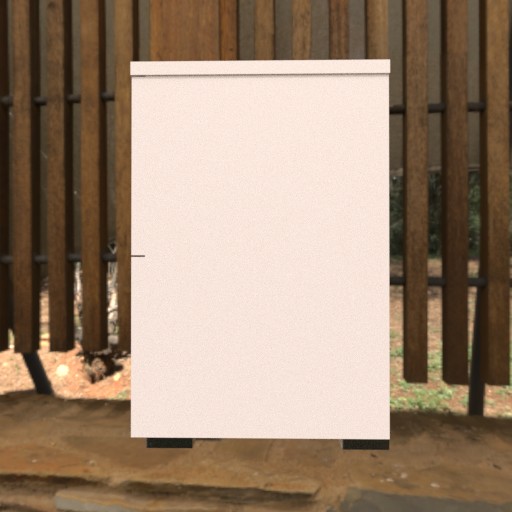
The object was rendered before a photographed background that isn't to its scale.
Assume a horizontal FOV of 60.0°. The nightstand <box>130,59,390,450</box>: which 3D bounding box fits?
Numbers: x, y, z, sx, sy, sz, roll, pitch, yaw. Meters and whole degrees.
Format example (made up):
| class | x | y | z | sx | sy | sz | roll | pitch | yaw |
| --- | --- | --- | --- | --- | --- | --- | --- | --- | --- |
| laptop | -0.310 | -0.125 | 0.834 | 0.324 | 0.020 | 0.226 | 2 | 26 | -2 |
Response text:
| class | x | y | z | sx | sy | sz | roll | pitch | yaw |
| --- | --- | --- | --- | --- | --- | --- | --- | --- | --- |
| nightstand | 0.000 | 0.000 | 0.745 | 0.325 | 0.460 | 0.441 | 0 | 0 | 1 |
